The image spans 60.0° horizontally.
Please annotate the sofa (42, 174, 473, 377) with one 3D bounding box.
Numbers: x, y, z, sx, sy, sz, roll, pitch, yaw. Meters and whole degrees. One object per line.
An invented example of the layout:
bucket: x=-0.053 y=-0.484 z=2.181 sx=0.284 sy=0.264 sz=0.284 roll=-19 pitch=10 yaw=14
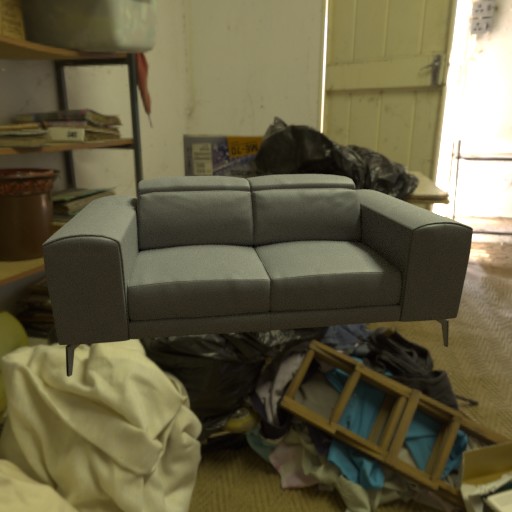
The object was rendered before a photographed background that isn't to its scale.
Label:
sofa: x=0.000 y=0.000 z=2.412 sx=1.895 sy=0.779 sz=1.003 roll=-3 pitch=17 yaw=-8
